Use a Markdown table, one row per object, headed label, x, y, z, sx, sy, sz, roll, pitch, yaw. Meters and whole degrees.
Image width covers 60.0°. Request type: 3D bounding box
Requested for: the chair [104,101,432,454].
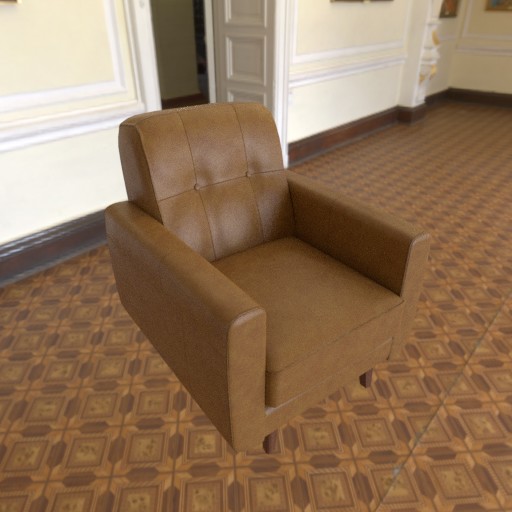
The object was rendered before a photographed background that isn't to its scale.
| label | x | y | z | sx | sy | sz | roll | pitch | yaw |
| --- | --- | --- | --- | --- | --- | --- | --- | --- | --- |
| chair | 0.000 | 0.000 | 1.657 | 0.845 | 0.968 | 0.942 | -20 | 36 | -31 |
